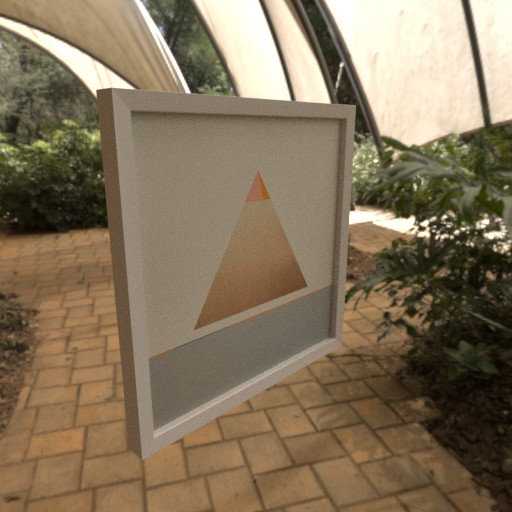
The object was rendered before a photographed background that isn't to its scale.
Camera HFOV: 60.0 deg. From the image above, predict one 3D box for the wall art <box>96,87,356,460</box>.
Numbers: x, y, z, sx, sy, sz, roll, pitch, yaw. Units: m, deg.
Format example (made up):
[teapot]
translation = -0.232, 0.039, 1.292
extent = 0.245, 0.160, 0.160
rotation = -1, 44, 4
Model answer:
[wall art]
translation = 0.000, 0.000, 1.934
extent = 0.098, 1.291, 1.289
rotation = 15, 22, 43
